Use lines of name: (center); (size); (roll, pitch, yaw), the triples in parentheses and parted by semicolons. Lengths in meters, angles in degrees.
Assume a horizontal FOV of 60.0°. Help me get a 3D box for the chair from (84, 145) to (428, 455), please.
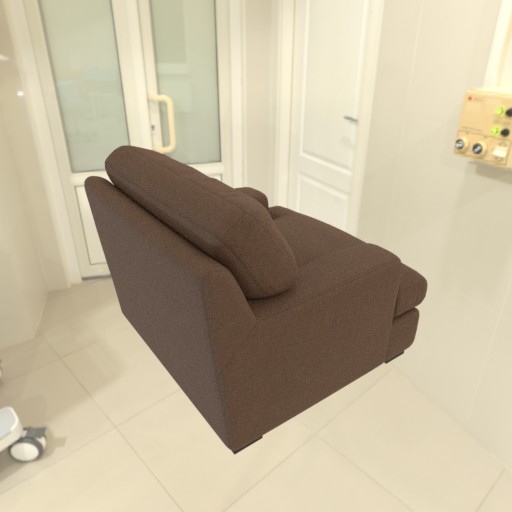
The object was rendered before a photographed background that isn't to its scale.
chair: (0.000, 0.000, 2.035); (1.143, 0.940, 1.168); (-18, 33, -31)
